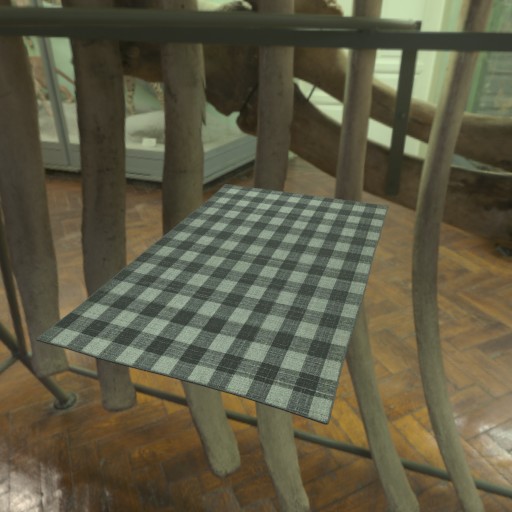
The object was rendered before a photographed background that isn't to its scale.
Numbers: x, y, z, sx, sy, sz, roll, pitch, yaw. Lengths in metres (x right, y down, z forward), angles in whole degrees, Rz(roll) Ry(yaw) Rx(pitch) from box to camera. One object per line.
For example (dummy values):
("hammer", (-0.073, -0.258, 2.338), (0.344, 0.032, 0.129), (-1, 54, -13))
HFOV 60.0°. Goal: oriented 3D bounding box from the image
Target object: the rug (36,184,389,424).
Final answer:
("rug", (0.000, 0.000, 3.077), (1.554, 0.011, 2.476), (10, 31, 18))
